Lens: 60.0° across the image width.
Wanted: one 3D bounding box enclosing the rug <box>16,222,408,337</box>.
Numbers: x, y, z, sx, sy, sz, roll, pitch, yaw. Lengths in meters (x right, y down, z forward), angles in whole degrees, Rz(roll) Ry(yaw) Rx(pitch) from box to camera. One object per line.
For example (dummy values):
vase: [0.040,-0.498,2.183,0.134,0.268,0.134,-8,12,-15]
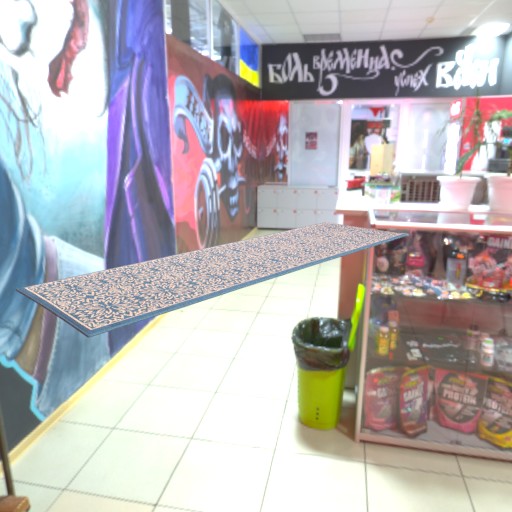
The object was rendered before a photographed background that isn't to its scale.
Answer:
rug: [0.000,0.000,2.384,0.662,0.011,2.196,14,20,43]
